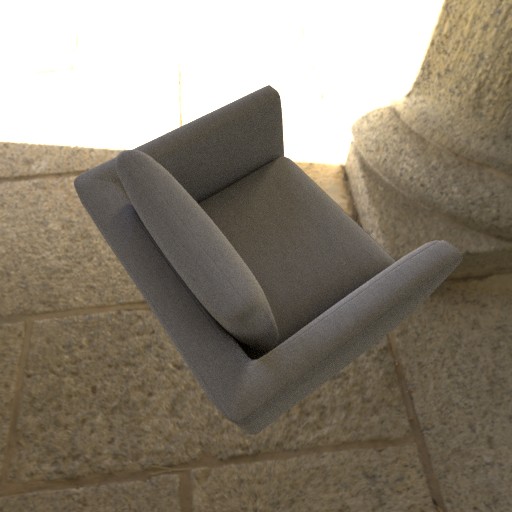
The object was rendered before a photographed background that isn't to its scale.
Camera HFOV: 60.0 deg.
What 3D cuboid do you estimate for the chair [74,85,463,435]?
[{"bbox_3d":[0.000,0.000,1.684,0.889,0.864,1.041,-32,64,-18],"label":"chair"}]
